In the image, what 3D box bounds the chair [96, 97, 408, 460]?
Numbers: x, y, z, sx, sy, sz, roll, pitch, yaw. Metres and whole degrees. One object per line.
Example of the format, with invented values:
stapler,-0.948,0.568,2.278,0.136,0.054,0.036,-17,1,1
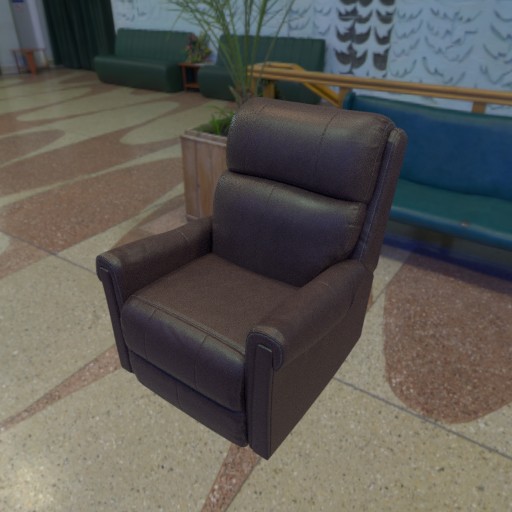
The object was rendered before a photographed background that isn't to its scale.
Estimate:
chair,0.000,0.000,1.774,0.838,1.054,1.014,20,36,30
